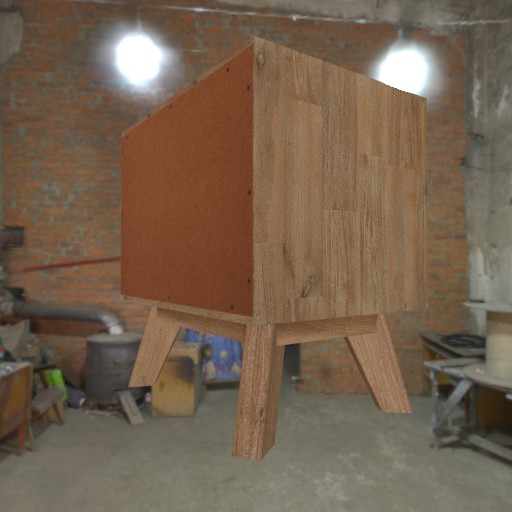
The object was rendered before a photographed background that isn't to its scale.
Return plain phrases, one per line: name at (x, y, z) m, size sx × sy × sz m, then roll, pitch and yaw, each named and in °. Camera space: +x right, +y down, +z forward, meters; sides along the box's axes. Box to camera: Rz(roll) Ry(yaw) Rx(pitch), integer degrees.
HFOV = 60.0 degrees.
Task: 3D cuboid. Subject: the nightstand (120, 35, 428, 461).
nightstand at (0.000, 0.000, 0.938) m, size 0.396 × 0.589 × 0.552 m, roll 1°, pitch -1°, yaw -35°
